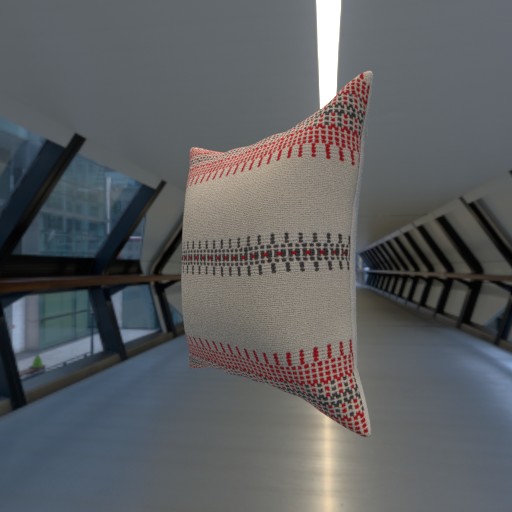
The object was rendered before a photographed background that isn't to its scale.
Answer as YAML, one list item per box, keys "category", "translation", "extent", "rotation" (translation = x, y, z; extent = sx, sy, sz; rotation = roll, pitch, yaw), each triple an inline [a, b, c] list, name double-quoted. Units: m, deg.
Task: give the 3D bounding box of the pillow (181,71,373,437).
- category: "pillow"
  translation: [0.000, 0.000, 0.727]
  extent: [0.160, 0.454, 0.463]
  rotation: [1, -1, -37]
